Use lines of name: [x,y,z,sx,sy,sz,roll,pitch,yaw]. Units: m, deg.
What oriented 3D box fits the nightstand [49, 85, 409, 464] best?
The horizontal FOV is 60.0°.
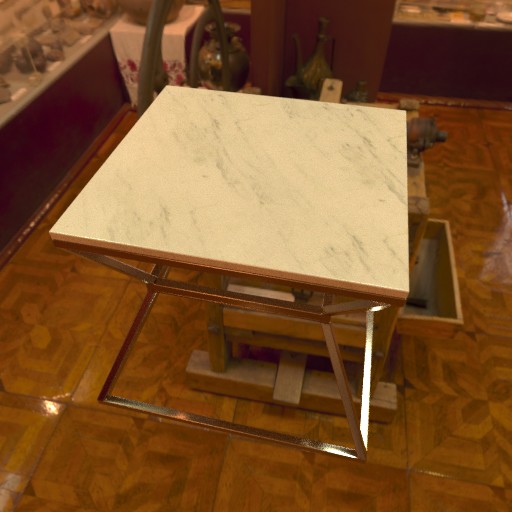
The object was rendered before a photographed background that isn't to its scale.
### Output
nightstand: [0.000,0.000,0.845,0.513,0.426,0.514,9,47,9]
